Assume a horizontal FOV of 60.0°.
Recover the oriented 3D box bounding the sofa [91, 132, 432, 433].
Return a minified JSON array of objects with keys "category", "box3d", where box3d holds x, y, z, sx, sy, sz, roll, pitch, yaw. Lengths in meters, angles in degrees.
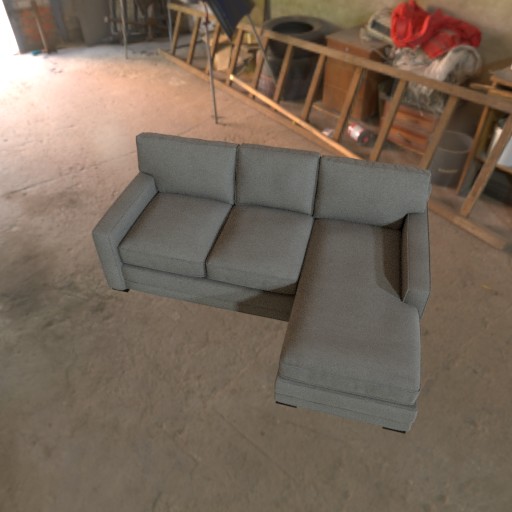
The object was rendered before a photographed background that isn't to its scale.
[{"category":"sofa","box3d":[0.000,0.000,2.825,2.087,0.861,1.496,10,44,11]}]
